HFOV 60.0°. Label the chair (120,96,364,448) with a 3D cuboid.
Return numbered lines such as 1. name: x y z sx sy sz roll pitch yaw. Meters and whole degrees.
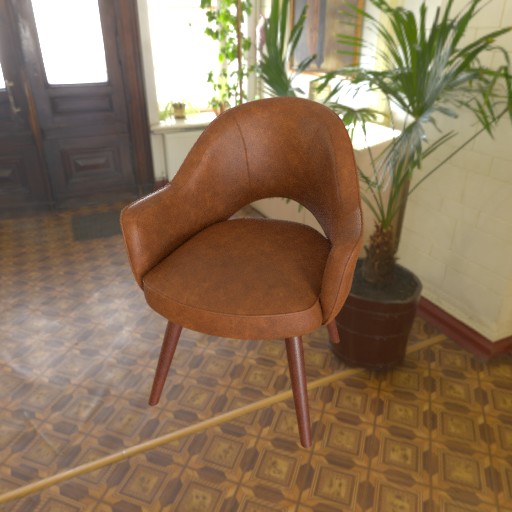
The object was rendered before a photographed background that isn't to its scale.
1. chair: 0.000 0.000 1.248 0.591 0.777 0.640 9 28 16
